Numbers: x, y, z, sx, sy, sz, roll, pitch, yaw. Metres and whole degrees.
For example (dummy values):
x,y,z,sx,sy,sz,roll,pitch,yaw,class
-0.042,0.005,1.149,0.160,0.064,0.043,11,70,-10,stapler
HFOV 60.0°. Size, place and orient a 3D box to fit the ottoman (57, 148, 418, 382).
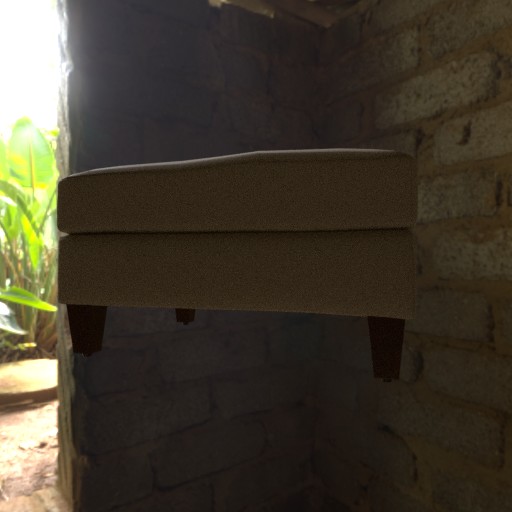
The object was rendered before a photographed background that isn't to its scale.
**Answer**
x,y,z,sx,sy,sz,roll,pitch,yaw,class
0.000,0.000,1.208,0.818,0.485,0.634,0,0,18,ottoman
